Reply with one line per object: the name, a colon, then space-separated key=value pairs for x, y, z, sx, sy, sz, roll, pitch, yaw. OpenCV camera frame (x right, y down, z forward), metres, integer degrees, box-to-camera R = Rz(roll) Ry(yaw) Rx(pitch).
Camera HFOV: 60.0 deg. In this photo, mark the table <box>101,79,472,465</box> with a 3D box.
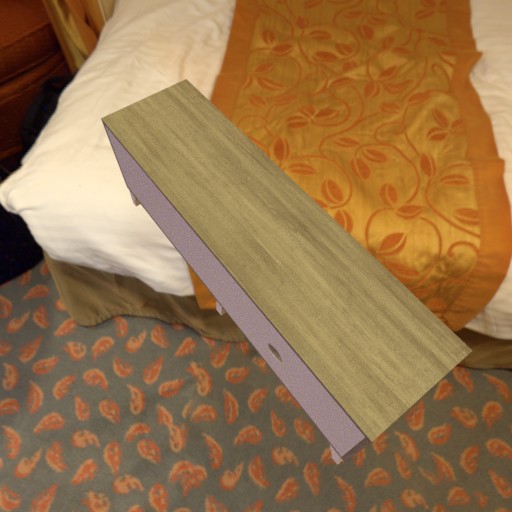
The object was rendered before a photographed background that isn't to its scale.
table: x=0.000 y=0.000 z=1.729 sx=0.400 sy=0.530 sz=1.500 roll=-33 pitch=64 yaw=-18
